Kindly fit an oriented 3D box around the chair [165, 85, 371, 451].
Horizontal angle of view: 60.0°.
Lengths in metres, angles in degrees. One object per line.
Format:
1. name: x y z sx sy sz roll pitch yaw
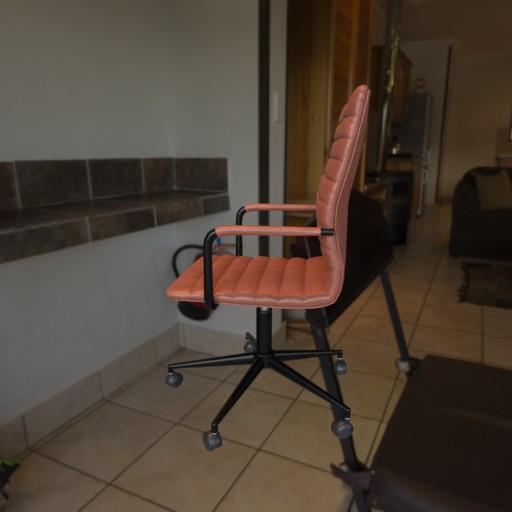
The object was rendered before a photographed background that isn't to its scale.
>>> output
1. chair: 0.000 0.000 1.276 0.578 0.878 0.600 2 13 7
